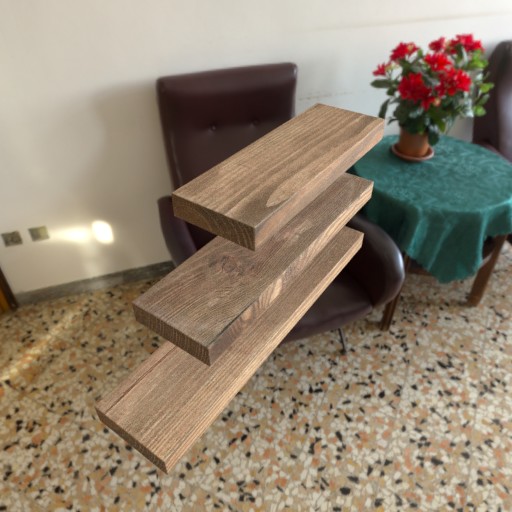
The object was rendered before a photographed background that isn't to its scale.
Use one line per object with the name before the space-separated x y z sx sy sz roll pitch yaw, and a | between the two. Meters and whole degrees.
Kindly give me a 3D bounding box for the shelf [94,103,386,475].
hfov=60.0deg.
shelf | 0.000 0.000 0.729 0.140 0.293 0.610 24 45 26
